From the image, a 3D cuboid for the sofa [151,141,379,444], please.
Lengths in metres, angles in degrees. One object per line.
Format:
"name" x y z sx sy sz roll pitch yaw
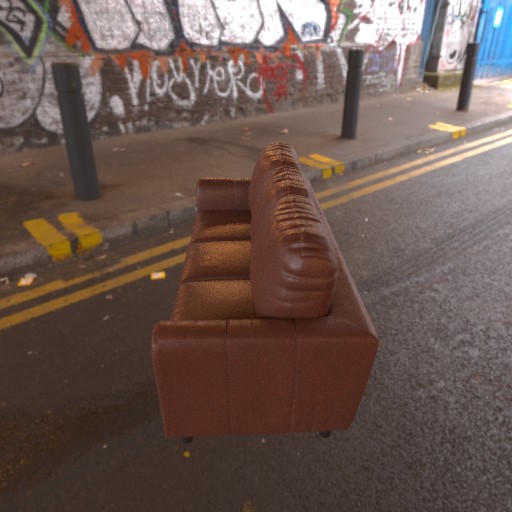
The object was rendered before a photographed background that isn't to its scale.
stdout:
"sofa" 0.000 0.000 2.386 0.802 0.915 1.862 -1 27 -1
